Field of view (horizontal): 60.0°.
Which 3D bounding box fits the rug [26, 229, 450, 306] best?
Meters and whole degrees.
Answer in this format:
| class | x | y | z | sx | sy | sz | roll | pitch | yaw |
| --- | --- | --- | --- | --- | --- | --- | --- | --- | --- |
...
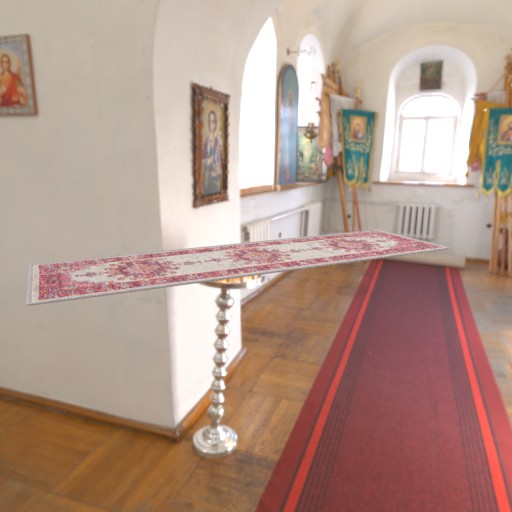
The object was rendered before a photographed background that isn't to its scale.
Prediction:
| class | x | y | z | sx | sy | sz | roll | pitch | yaw |
| --- | --- | --- | --- | --- | --- | --- | --- | --- | --- |
| rug | 0.000 | 0.000 | 2.492 | 2.294 | 0.011 | 0.666 | -7 | 15 | -25 |
